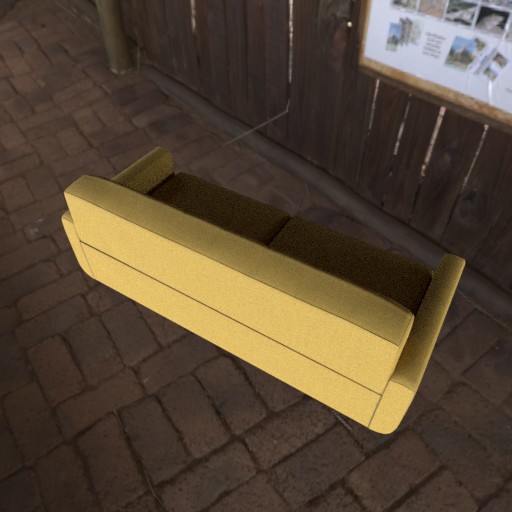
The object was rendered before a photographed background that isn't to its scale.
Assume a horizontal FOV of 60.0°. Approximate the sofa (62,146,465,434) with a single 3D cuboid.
[{"bbox_3d":[0.000,0.000,2.495,2.029,0.841,0.909,24,51,21],"label":"sofa"}]
